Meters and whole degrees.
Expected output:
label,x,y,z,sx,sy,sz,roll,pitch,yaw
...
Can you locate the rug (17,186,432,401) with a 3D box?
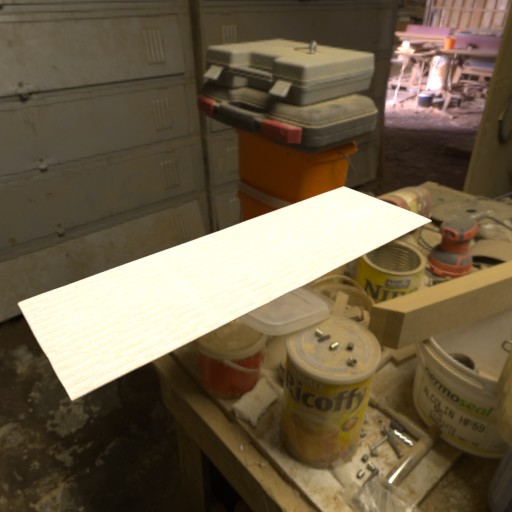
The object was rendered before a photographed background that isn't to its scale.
label,x,y,z,sx,sy,sz,roll,pitch,yaw
rug,0.000,0.000,2.610,2.450,0.014,0.793,-23,38,-33
